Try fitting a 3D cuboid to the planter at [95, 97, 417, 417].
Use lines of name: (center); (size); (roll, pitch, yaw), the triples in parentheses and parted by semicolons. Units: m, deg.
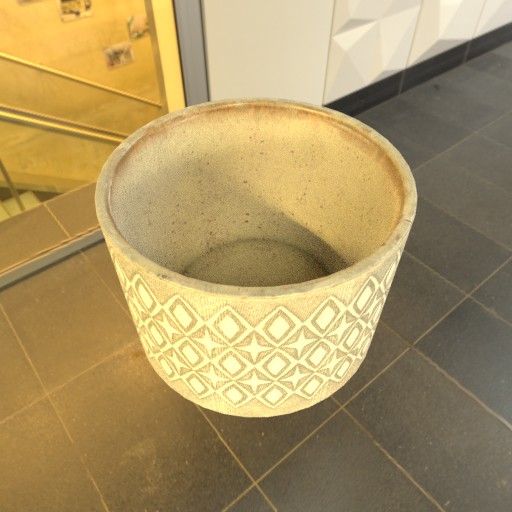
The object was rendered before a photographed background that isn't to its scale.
planter: (0.000, 0.000, 0.315); (0.186, 0.144, 0.186); (0, 47, 0)
